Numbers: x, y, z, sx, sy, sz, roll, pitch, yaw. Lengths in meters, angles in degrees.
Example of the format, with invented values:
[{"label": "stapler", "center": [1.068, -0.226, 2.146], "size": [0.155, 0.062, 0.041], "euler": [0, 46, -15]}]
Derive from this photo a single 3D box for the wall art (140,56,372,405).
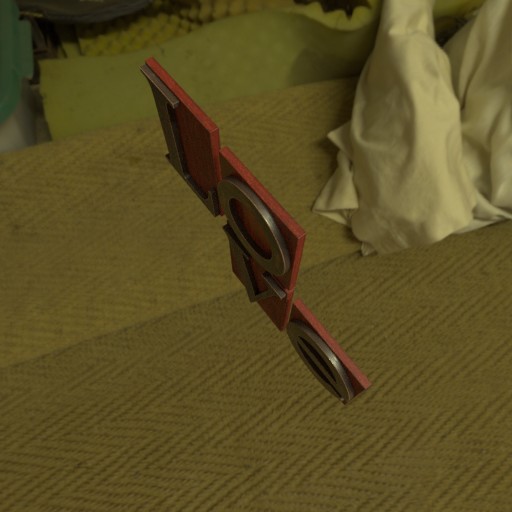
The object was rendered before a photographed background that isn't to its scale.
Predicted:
[{"label": "wall art", "center": [0.000, 0.000, 0.874], "size": [0.030, 0.497, 0.635], "euler": [-34, 69, -15]}]
